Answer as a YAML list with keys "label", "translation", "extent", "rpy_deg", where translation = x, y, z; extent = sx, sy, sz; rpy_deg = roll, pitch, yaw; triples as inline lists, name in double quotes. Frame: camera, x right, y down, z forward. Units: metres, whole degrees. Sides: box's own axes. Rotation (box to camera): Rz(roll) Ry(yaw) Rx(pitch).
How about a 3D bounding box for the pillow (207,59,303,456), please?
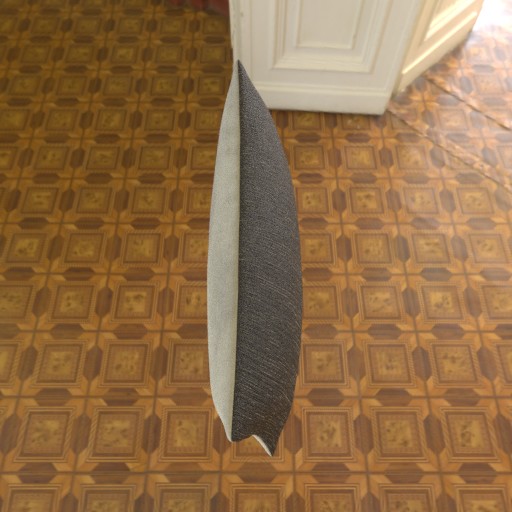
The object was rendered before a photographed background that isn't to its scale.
- label: "pillow"
  translation: [0.000, 0.000, 0.752]
  extent: [0.156, 0.305, 0.608]
  rpy_deg: [0, 62, 0]
